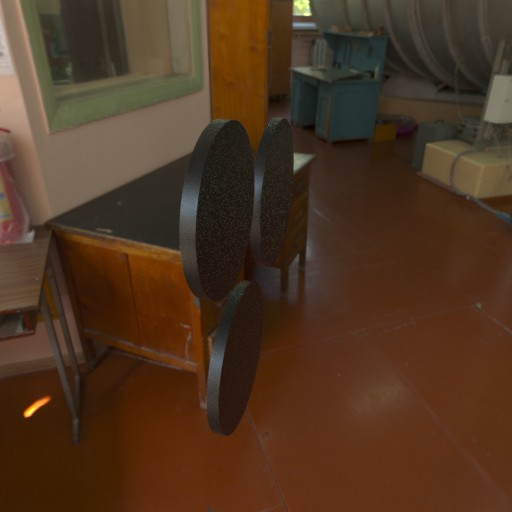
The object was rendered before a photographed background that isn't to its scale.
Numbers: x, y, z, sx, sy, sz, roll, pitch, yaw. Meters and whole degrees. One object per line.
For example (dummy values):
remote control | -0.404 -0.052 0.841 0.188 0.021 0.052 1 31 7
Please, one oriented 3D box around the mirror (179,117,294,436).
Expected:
mirror | 0.000 0.000 3.091 0.076 2.096 2.160 8 30 14
